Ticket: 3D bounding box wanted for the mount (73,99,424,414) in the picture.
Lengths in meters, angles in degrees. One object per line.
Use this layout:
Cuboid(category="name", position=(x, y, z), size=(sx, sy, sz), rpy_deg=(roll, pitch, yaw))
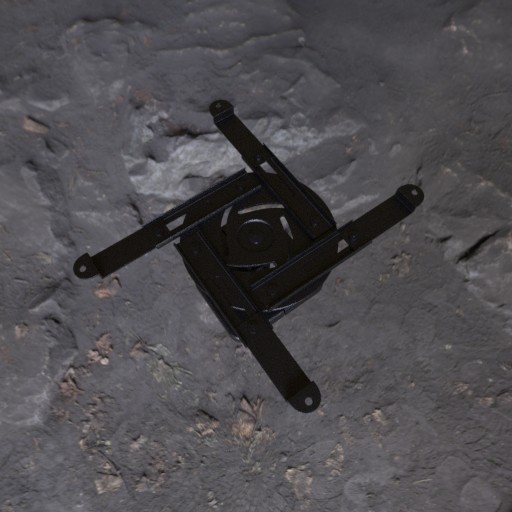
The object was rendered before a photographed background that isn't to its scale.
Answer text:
Cuboid(category="mount", position=(0.000, 0.000, 0.578), size=(0.394, 0.141, 0.394), rpy_deg=(-32, 68, -15))
